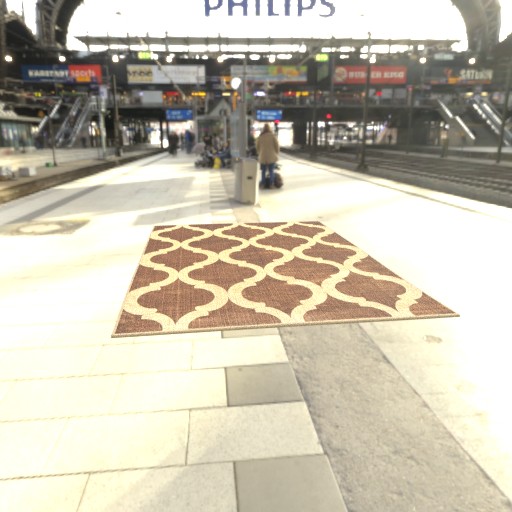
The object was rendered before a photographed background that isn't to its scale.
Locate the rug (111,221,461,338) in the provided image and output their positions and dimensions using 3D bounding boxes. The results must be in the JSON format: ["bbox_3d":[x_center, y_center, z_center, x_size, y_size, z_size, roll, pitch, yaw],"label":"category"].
[{"bbox_3d":[0.000,0.000,2.967,1.526,0.014,2.290,-2,15,-8],"label":"rug"}]
